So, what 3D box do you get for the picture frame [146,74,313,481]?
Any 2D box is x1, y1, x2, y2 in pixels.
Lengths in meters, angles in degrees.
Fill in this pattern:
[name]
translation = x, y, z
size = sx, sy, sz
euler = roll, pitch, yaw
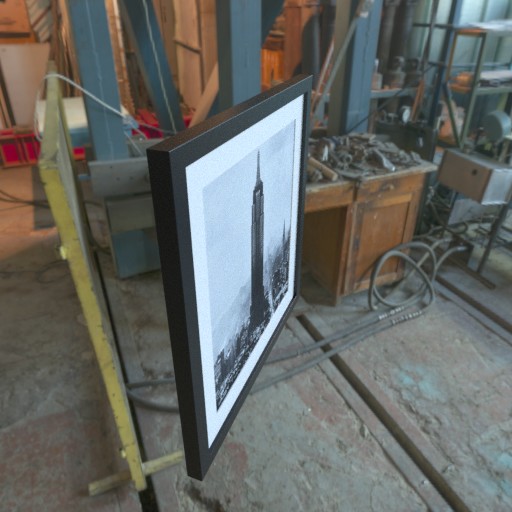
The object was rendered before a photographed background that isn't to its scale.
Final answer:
[picture frame]
translation = 0.000, 0.000, 0.824
size = 0.029, 0.557, 0.559
euler = 11, 32, 18
